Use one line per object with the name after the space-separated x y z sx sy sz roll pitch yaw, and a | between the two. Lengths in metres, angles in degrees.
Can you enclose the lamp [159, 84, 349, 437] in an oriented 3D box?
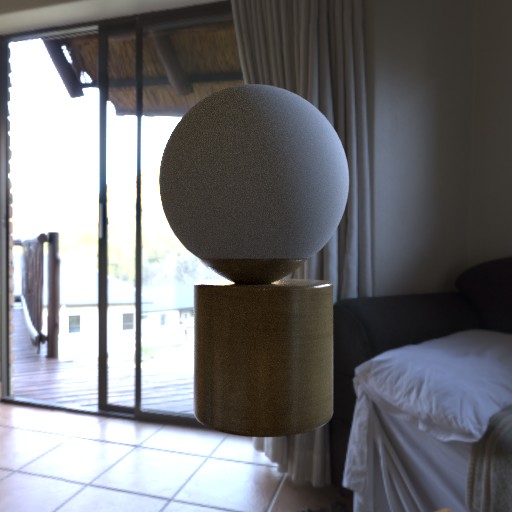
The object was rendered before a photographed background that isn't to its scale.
0.000 0.000 0.341 0.141 0.250 0.152 0 0 18 | lamp
